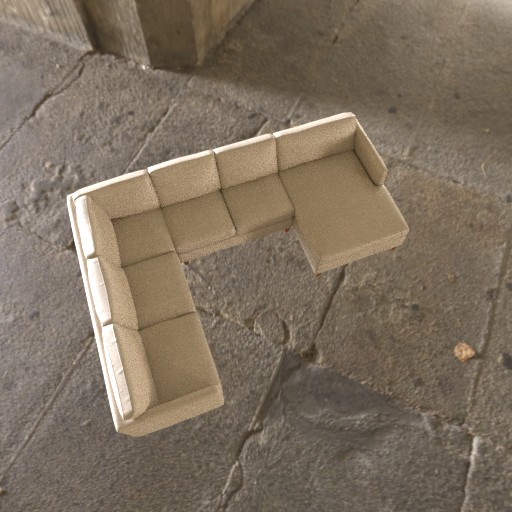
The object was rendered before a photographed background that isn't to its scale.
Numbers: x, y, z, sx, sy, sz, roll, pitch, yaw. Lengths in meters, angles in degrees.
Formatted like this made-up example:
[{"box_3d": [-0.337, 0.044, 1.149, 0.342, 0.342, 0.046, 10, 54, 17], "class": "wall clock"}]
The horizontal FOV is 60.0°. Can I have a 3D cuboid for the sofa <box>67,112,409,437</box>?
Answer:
[{"box_3d": [0.000, 0.000, 4.740, 3.460, 0.961, 2.594, -18, 65, -9], "class": "sofa"}]
